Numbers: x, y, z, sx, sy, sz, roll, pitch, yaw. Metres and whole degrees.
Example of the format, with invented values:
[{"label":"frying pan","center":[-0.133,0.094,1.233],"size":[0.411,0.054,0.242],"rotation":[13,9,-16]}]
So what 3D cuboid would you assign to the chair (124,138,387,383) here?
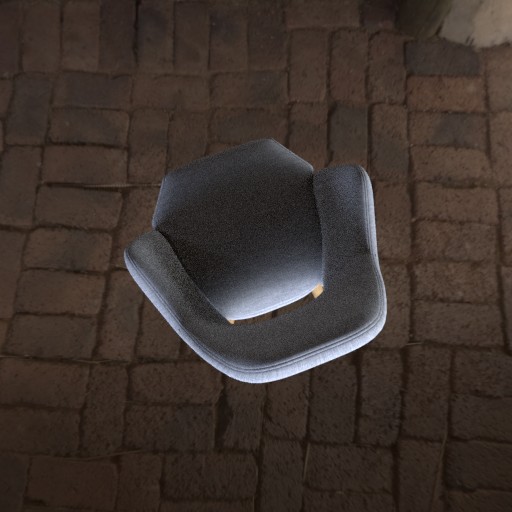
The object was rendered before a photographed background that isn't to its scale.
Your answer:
[{"label":"chair","center":[0.000,0.000,1.201],"size":[0.590,0.840,0.610],"rotation":[-20,77,-5]}]
